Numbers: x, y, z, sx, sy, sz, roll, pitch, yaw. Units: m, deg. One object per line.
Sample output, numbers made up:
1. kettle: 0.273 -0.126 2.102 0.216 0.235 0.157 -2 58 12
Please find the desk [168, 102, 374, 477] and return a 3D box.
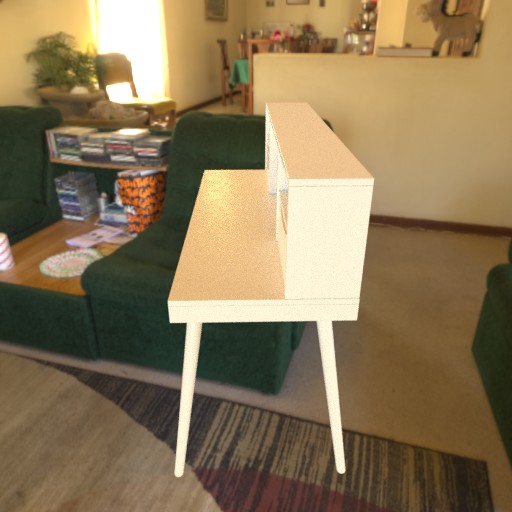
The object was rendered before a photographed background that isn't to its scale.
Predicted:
1. desk: 0.000 0.000 1.749 0.559 0.990 1.199 -1 27 -1
